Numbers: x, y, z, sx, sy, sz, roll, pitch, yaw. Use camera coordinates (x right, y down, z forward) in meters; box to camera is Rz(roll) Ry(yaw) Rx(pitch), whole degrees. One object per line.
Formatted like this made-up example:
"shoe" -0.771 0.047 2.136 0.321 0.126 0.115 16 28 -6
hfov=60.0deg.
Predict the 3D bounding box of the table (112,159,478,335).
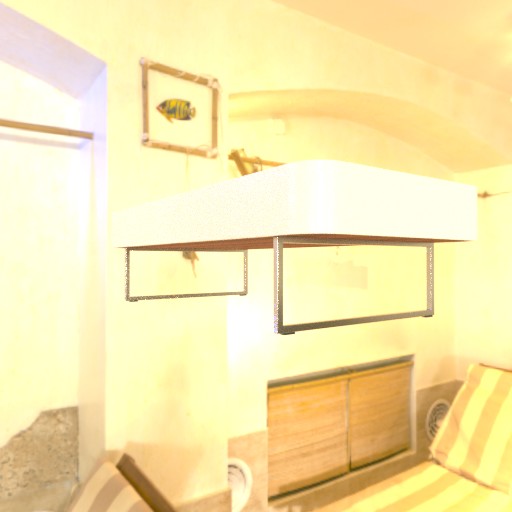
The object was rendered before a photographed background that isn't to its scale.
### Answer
"table" 0.000 0.000 1.445 0.600 0.340 1.200 0 -1 -35
